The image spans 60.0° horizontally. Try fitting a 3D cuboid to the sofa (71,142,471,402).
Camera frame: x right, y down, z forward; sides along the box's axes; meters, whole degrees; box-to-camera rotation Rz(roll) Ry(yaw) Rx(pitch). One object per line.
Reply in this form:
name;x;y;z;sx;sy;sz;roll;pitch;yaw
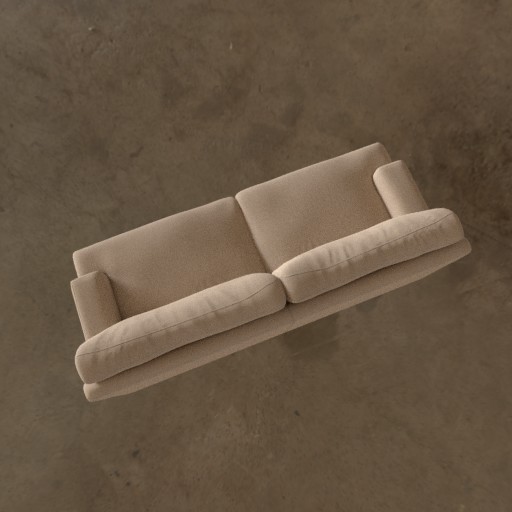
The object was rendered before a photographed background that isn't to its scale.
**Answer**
sofa;0.000;0.000;2.648;2.147;0.925;0.929;-21;77;-5
